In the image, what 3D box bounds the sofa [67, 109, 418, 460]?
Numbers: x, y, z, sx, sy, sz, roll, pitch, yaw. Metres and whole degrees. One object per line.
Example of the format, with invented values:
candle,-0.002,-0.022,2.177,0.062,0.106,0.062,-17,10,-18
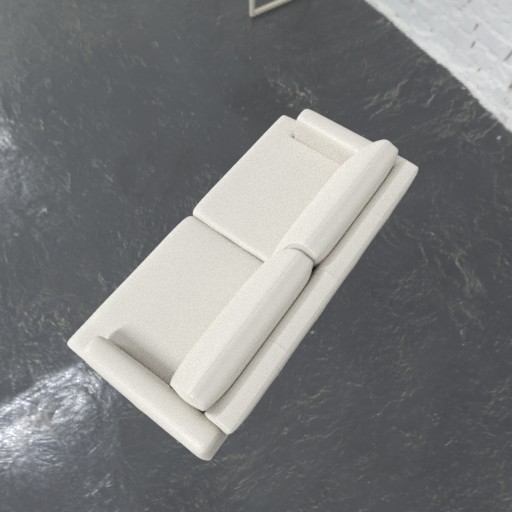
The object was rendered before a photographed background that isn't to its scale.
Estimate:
sofa,0.000,0.000,2.434,0.974,0.765,1.940,33,68,16
